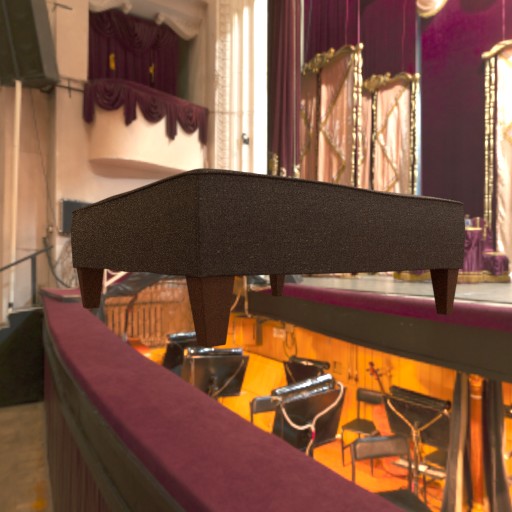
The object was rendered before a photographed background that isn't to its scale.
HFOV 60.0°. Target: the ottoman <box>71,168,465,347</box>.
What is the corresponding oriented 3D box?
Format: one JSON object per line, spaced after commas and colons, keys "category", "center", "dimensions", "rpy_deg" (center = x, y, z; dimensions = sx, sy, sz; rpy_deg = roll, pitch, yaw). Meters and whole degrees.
{"category": "ottoman", "center": [0.000, 0.000, 1.543], "dimensions": [1.004, 0.382, 0.968], "rpy_deg": [0, 0, -36]}
